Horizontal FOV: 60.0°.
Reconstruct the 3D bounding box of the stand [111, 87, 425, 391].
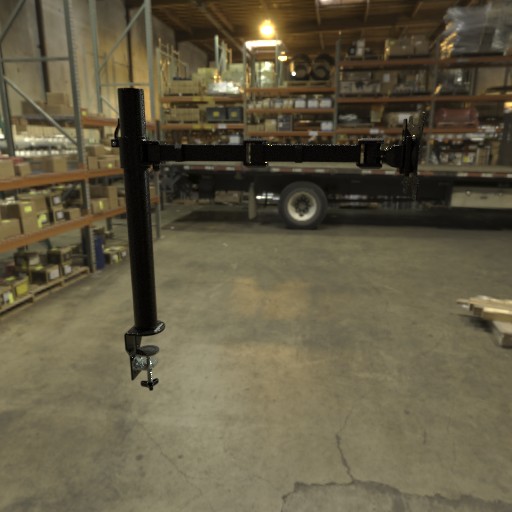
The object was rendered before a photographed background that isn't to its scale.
[{"bbox_3d":[0.000,0.000,0.710,0.456,0.510,0.115,2,15,9],"label":"stand"}]
